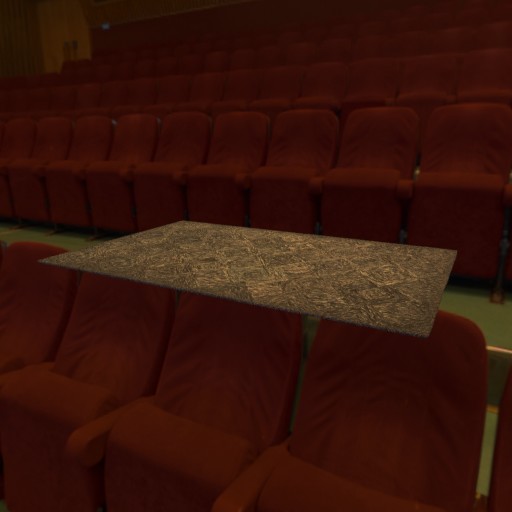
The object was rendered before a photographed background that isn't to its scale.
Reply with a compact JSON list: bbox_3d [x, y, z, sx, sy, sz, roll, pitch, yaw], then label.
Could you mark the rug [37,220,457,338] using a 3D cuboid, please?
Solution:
[{"bbox_3d":[0.000,0.000,2.191,1.754,0.010,1.139,8,17,27],"label":"rug"}]
